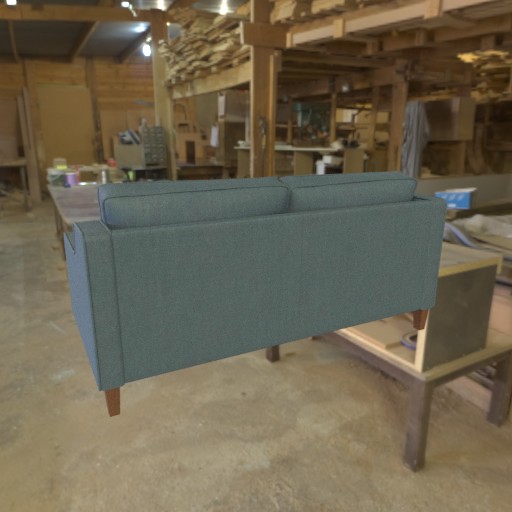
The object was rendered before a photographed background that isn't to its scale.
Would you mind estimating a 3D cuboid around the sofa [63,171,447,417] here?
[{"bbox_3d":[0.000,0.000,2.850,2.178,1.071,1.066,-8,17,-27],"label":"sofa"}]
